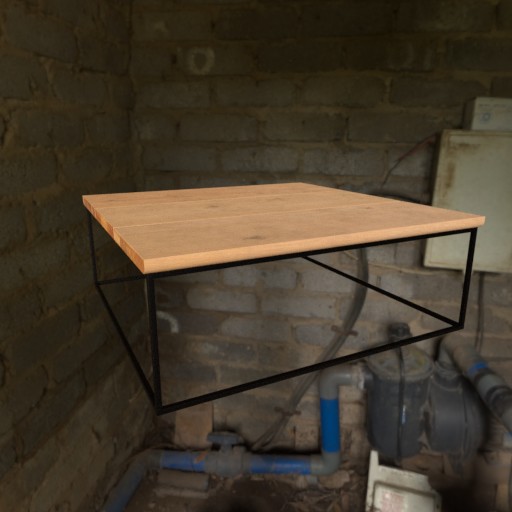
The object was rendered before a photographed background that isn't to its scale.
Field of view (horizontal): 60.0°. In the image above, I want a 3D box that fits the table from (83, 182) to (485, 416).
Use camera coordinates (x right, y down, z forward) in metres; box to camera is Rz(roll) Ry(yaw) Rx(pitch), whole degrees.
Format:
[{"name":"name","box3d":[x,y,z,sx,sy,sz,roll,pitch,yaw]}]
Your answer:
[{"name":"table","box3d":[0.000,0.000,1.714,1.100,0.400,1.100,-8,18,-26]}]
